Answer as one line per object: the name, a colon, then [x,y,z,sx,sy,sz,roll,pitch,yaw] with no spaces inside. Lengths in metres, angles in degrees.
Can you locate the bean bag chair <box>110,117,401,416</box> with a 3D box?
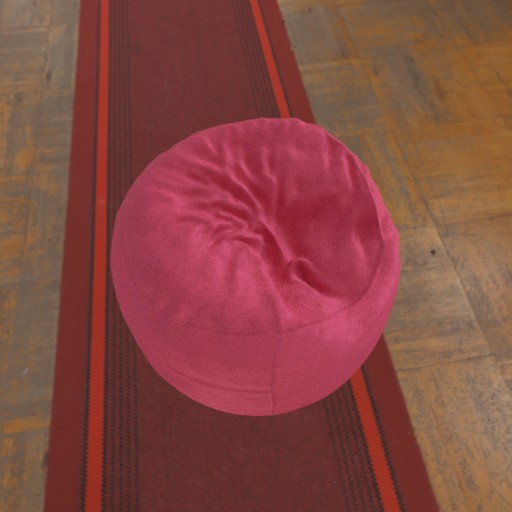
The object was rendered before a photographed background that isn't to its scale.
bean bag chair: [0.000,0.000,1.912,1.218,0.788,1.218,0,58,0]
